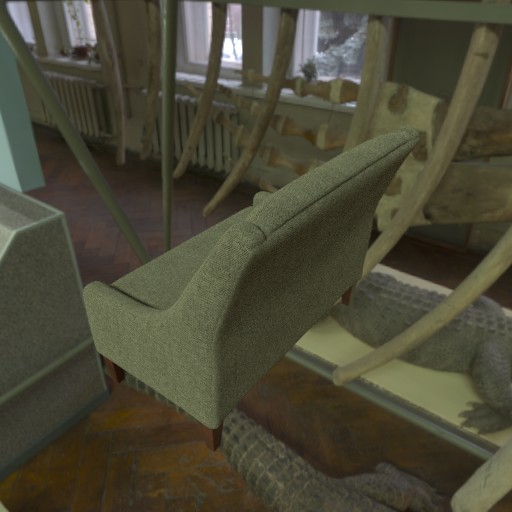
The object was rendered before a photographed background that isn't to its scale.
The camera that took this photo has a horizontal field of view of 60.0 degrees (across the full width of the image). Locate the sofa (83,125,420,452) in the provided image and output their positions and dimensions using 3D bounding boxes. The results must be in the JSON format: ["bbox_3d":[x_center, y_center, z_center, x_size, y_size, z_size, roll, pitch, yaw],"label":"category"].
[{"bbox_3d":[0.000,0.000,1.955,0.870,1.021,1.242,21,37,31],"label":"sofa"}]
